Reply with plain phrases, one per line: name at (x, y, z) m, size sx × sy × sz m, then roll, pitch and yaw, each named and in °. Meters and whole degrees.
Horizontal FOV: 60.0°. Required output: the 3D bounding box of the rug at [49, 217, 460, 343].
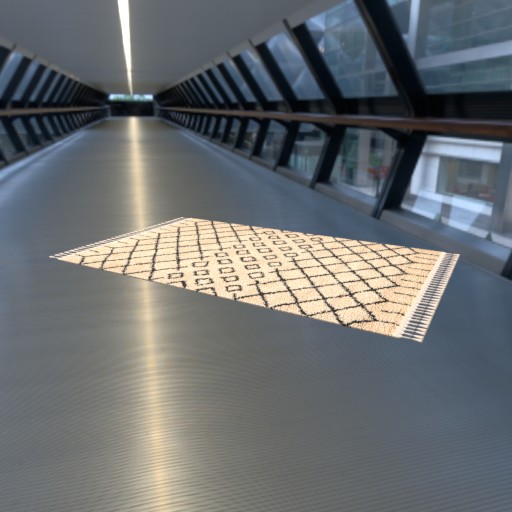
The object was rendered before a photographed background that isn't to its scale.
rug at (0.000, 0.000, 2.510) m, size 2.006 × 0.008 × 1.196 m, roll 10°, pitch 20°, yaw 28°
